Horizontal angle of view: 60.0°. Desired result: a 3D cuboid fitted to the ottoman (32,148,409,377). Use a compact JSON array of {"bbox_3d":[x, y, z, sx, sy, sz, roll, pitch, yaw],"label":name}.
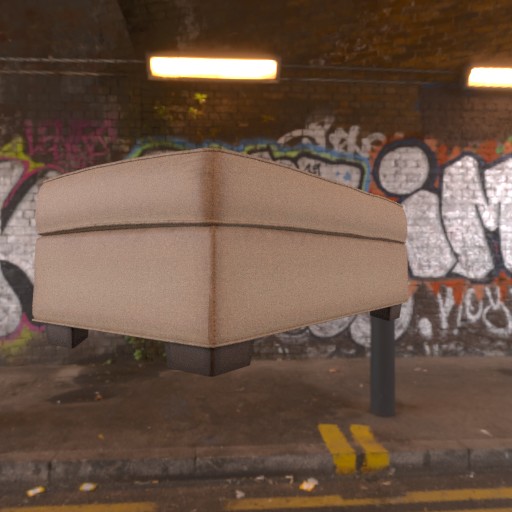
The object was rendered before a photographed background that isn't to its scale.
[{"bbox_3d":[0.000,0.000,1.377,0.617,0.448,1.097,0,-1,36],"label":"ottoman"}]
